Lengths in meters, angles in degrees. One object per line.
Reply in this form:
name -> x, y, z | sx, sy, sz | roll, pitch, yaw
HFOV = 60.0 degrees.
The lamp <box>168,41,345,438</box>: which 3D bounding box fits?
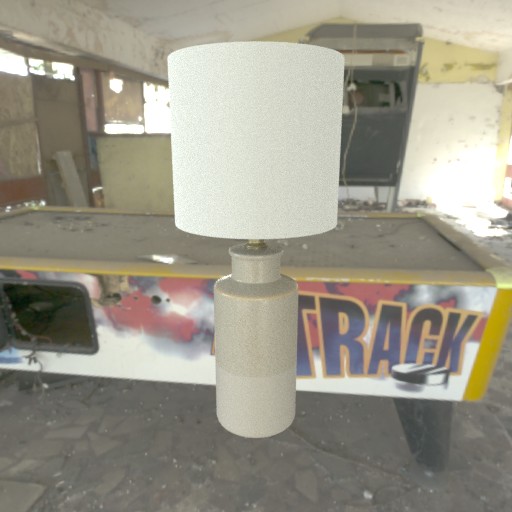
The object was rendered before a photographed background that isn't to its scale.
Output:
lamp -> 0.000, 0.000, 0.602 | 0.212, 0.493, 0.212 | -14, 20, -43
